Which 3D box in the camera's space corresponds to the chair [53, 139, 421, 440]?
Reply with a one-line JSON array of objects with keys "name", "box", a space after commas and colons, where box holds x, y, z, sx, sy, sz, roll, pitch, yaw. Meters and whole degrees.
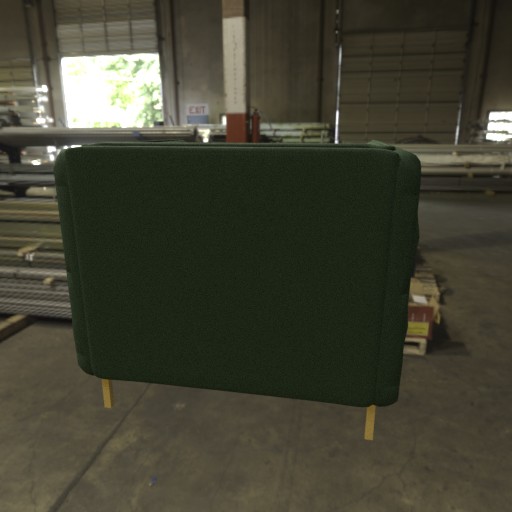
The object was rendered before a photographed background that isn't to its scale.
[{"name": "chair", "box": [0.000, 0.000, 1.501, 0.917, 0.768, 0.855, 3, 16, 10]}]
